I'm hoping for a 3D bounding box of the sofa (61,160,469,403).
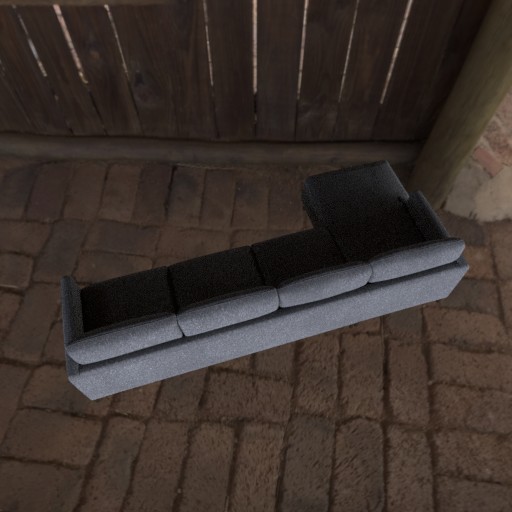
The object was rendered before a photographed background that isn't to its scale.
[{"bbox_3d":[0.000,0.000,3.516,2.932,0.810,1.350,-14,58,-9],"label":"sofa"}]
